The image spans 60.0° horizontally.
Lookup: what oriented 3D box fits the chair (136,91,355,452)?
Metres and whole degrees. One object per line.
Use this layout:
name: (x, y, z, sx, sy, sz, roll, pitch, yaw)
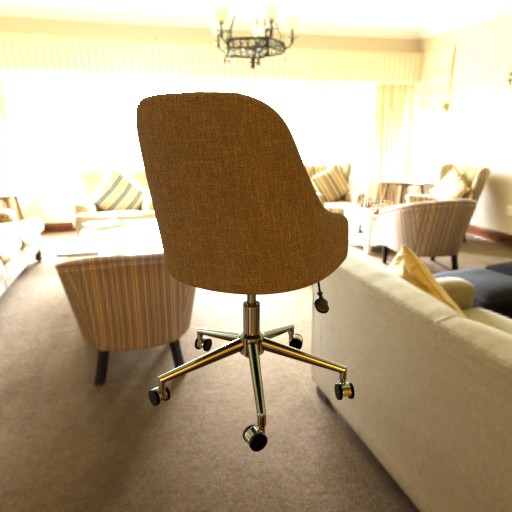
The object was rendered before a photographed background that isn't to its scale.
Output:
chair: (0.000, 0.000, 1.435, 0.671, 0.950, 0.712, 8, 17, 25)
